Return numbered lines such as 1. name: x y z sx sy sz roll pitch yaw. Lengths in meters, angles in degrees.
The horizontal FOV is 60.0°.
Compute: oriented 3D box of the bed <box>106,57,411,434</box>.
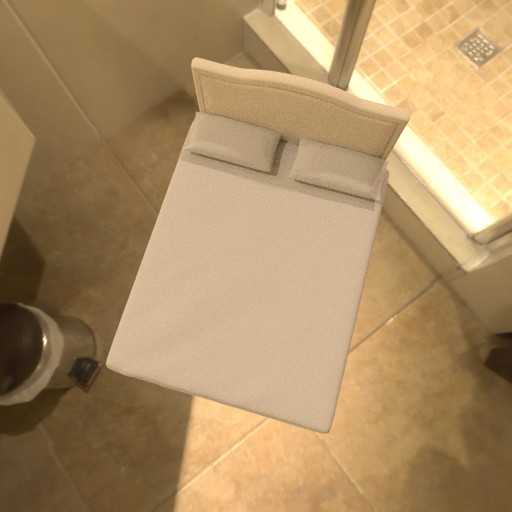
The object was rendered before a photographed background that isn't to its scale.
1. bed: 0.000 0.000 3.657 1.977 1.437 2.477 16 76 4
